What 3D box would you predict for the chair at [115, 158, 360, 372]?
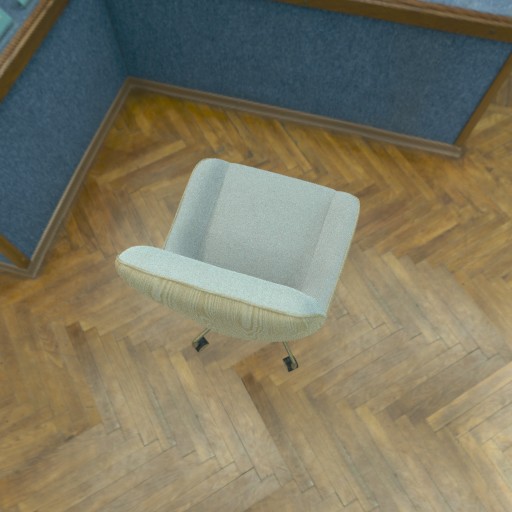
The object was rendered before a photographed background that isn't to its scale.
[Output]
[{"bbox_3d":[0.000,0.000,1.362,0.564,0.952,0.668,16,66,7],"label":"chair"}]
